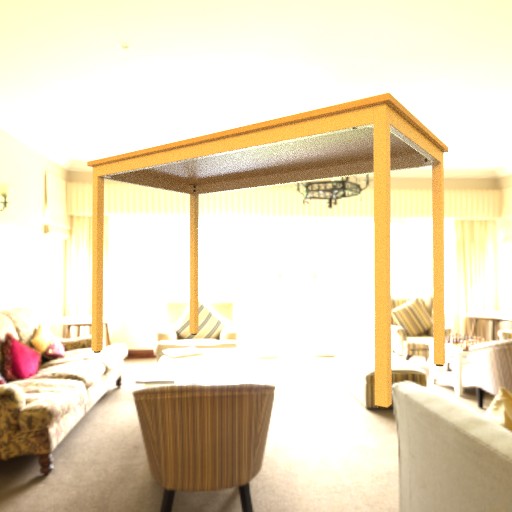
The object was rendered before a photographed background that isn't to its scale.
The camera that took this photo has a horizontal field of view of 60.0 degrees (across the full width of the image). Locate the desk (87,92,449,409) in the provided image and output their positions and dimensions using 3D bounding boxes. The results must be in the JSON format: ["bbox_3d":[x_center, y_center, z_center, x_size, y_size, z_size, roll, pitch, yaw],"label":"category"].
[{"bbox_3d":[0.000,0.000,1.624,1.200,0.750,0.600,-1,-1,36],"label":"desk"}]
